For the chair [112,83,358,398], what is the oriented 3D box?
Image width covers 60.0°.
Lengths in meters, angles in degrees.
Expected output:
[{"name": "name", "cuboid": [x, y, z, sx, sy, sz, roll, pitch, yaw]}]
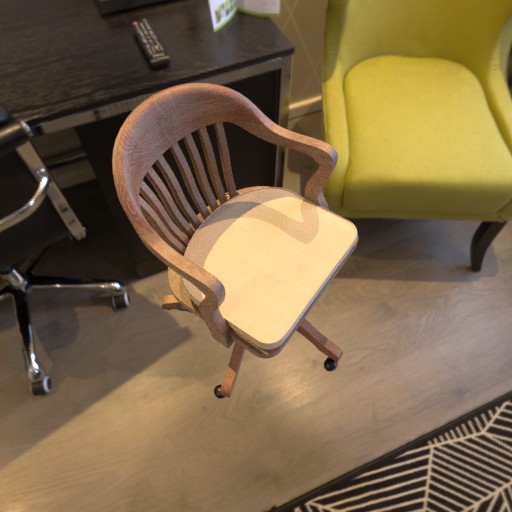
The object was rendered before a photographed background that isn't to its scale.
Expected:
[{"name": "chair", "cuboid": [0.000, 0.000, 1.484, 0.788, 0.878, 0.750, 31, 63, 18]}]
